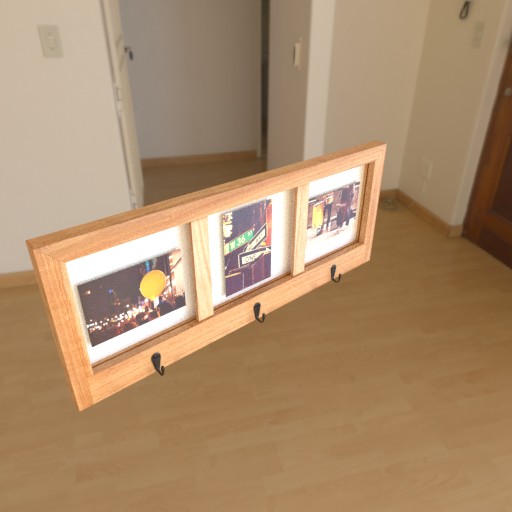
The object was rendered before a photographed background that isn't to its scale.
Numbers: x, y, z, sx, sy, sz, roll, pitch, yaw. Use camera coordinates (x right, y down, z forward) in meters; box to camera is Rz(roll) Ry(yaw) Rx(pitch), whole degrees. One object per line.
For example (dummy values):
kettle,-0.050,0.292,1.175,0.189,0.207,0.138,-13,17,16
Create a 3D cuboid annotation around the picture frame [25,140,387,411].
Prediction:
picture frame,0.000,0.000,0.662,0.582,0.234,0.045,-23,37,-34
